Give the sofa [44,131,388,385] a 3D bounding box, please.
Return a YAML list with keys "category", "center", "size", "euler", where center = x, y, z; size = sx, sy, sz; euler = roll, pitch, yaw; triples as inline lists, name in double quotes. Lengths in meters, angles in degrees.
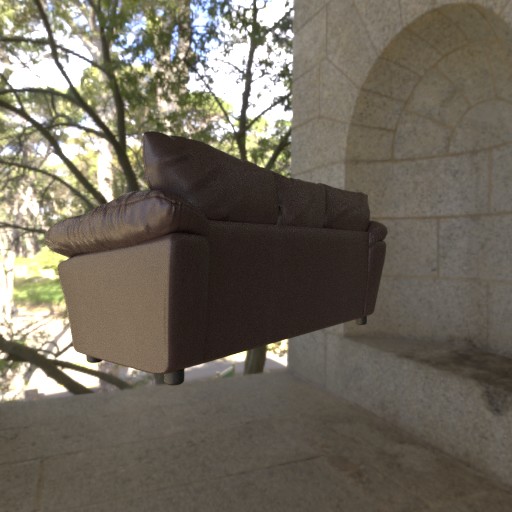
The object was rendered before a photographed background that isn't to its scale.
- category: "sofa"
  center: [0.000, 0.000, 2.843]
  size: [0.907, 1.091, 2.390]
  euler: [1, 1, 38]
